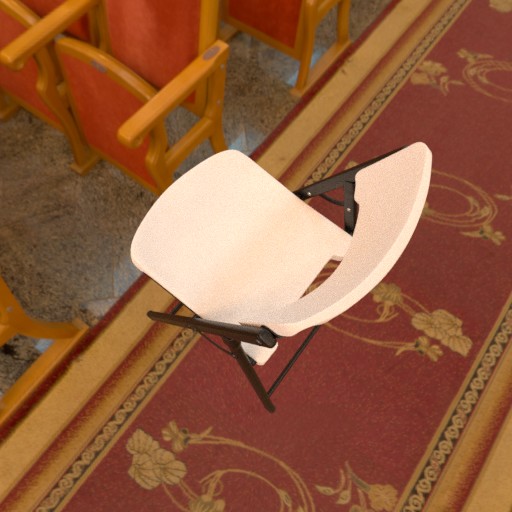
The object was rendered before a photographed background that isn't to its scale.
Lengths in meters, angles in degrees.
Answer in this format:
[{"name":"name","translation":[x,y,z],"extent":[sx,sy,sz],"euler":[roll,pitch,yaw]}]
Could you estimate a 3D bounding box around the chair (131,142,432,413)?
[{"name":"chair","translation":[0.000,0.000,1.104],"extent":[0.577,0.765,0.482],"euler":[34,69,15]}]
